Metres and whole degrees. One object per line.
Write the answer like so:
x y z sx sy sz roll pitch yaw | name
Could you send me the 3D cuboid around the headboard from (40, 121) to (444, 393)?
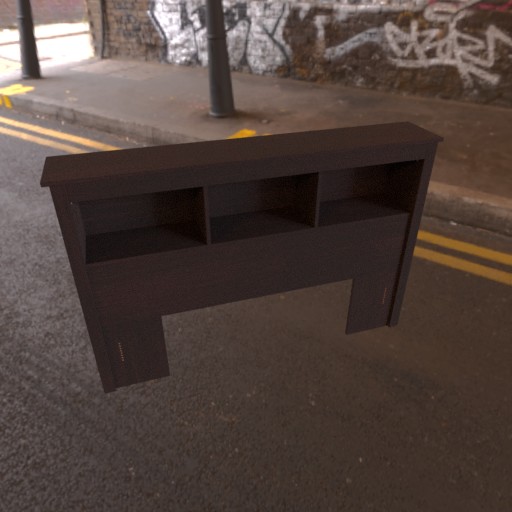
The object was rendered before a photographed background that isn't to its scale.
0.000 0.000 2.164 1.671 1.092 0.279 -10 34 -15 | headboard
